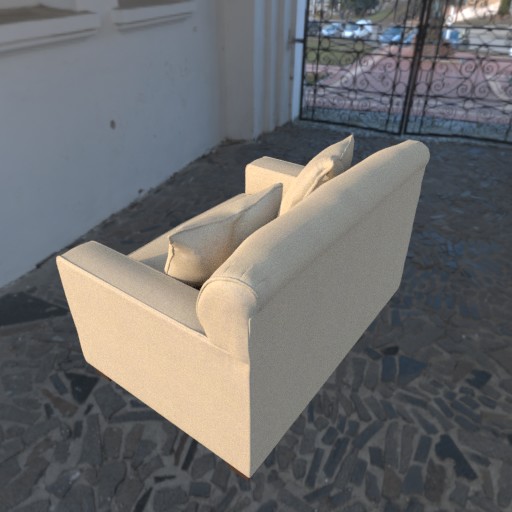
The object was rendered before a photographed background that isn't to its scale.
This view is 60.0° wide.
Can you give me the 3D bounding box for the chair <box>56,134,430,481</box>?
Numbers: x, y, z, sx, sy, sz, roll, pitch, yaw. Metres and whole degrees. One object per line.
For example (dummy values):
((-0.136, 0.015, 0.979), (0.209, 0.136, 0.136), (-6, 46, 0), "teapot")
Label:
((0.000, 0.000, 2.019), (1.000, 0.948, 1.383), (22, 39, 30), "chair")
